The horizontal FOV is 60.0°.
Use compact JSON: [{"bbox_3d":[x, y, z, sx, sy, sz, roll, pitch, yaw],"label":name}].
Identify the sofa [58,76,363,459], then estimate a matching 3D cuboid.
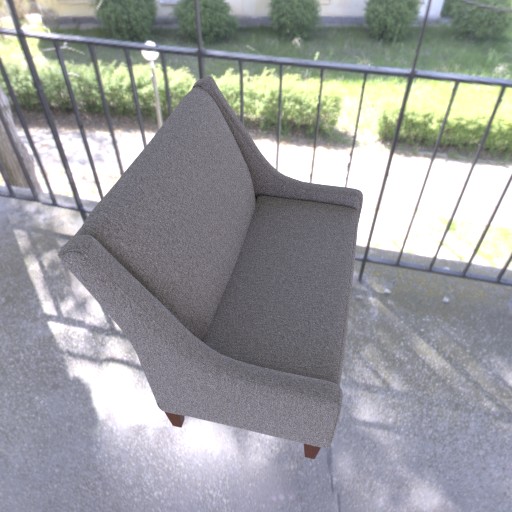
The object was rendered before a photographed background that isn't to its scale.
[{"bbox_3d":[0.000,0.000,1.913,0.862,1.026,1.242,9,45,10],"label":"sofa"}]
